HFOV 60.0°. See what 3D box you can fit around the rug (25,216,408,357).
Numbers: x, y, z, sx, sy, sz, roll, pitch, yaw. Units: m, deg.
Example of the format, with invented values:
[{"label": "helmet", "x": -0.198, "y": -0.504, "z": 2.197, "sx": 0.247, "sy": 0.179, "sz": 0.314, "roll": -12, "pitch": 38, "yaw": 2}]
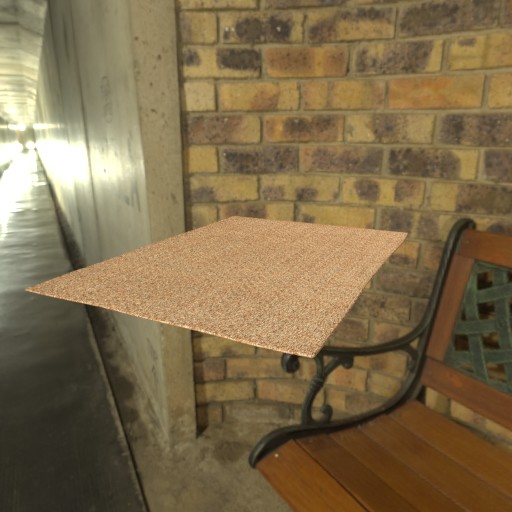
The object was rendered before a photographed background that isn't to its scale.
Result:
[{"label": "rug", "x": 0.000, "y": 0.000, "z": 2.811, "sx": 1.566, "sy": 0.013, "sz": 2.141, "roll": 8, "pitch": 18, "yaw": 25}]
